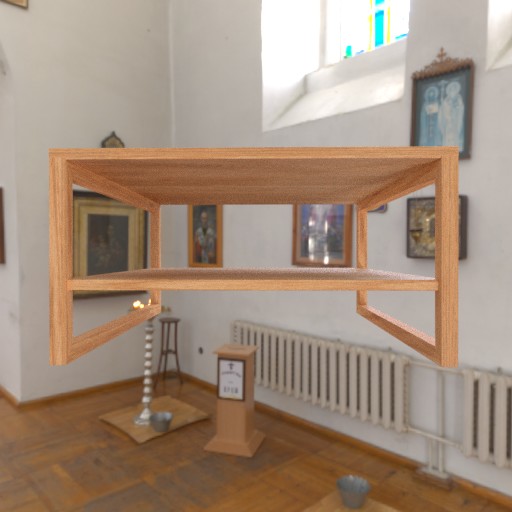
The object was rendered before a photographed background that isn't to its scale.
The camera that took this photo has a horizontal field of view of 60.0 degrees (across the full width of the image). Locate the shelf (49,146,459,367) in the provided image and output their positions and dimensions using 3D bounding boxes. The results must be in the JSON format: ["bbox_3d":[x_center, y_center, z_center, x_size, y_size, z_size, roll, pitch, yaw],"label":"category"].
[{"bbox_3d":[0.000,0.000,1.420,0.899,0.480,0.899,0,0,1],"label":"shelf"}]
